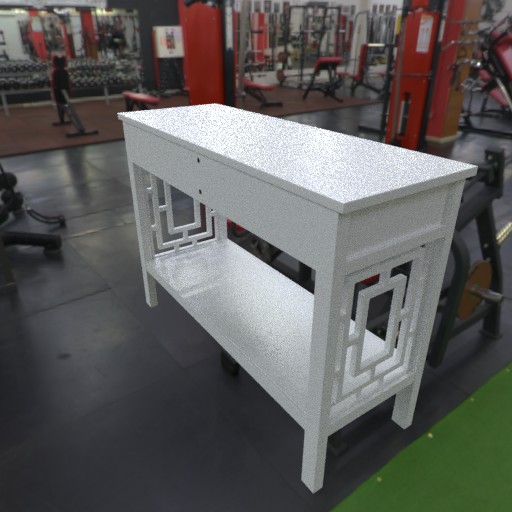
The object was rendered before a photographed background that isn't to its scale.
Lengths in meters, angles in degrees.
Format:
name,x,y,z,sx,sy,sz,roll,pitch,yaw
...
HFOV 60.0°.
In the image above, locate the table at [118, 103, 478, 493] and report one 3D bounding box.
name,x,y,z,sx,sy,sz,roll,pitch,yaw
table,0.000,0.000,1.380,0.397,0.753,1.068,-18,32,-31
